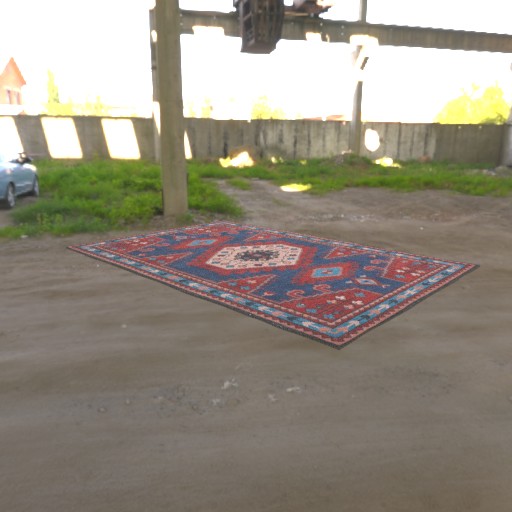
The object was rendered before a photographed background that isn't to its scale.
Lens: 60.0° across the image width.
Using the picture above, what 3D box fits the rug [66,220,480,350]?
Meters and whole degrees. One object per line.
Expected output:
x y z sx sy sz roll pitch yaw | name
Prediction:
0.000 0.000 2.302 1.820 0.012 1.207 14 20 42 | rug
